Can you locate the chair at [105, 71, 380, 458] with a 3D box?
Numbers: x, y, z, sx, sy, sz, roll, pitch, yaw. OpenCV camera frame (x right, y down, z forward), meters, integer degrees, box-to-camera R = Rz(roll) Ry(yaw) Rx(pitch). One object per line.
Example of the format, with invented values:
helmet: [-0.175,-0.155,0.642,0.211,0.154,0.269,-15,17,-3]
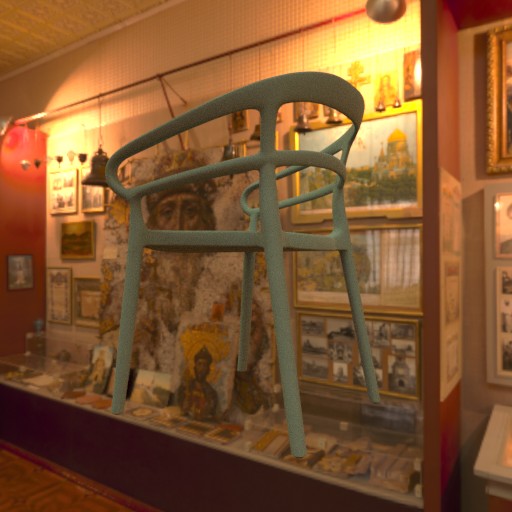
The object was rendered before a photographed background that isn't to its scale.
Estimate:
chair: [0.000,0.000,1.135,0.527,0.761,0.559,0,-1,36]
